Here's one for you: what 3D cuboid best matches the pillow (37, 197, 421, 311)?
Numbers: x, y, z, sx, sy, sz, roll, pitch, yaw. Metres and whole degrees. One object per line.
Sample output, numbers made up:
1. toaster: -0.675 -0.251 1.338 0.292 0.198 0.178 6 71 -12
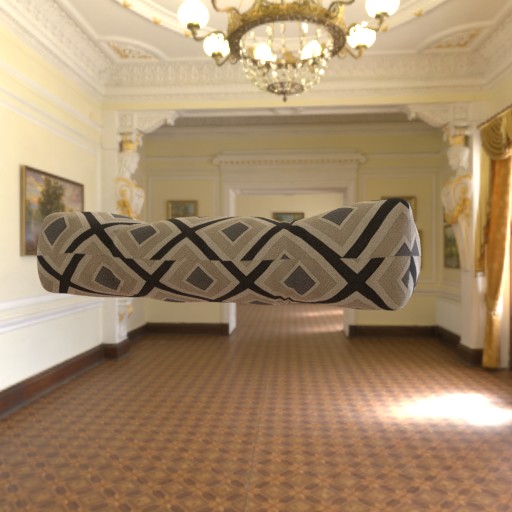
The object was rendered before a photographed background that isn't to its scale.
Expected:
1. pillow: 0.000 0.000 0.730 0.490 0.128 0.468 0 0 17
